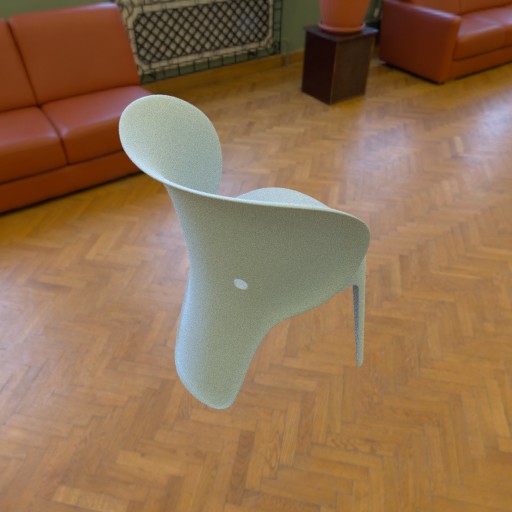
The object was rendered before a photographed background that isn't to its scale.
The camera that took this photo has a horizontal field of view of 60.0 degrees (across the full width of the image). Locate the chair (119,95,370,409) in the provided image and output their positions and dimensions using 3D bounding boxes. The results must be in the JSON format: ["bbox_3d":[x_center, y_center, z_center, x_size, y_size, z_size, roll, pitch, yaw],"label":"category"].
[{"bbox_3d":[0.000,0.000,0.865,0.402,0.554,0.451,-25,47,-26],"label":"chair"}]
